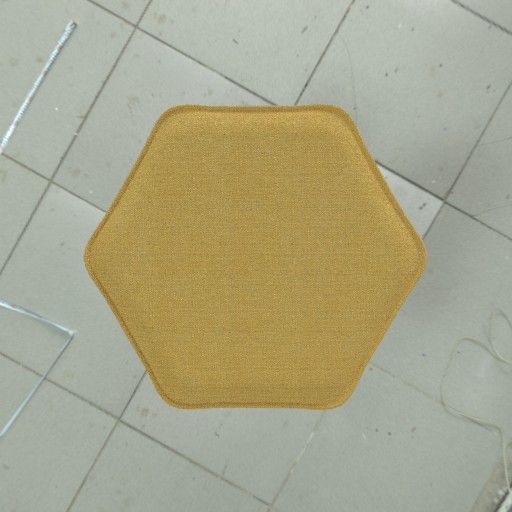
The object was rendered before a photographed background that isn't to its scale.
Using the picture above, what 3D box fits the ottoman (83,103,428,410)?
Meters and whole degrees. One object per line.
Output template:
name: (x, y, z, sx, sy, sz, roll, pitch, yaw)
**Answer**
ottoman: (0.000, 0.000, 0.864, 0.494, 0.502, 0.443, 0, 91, 1)
